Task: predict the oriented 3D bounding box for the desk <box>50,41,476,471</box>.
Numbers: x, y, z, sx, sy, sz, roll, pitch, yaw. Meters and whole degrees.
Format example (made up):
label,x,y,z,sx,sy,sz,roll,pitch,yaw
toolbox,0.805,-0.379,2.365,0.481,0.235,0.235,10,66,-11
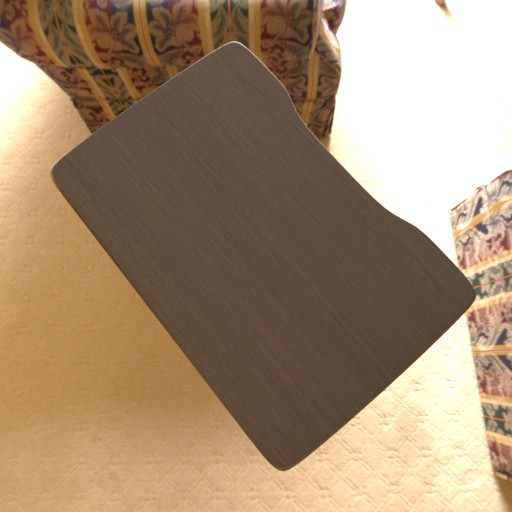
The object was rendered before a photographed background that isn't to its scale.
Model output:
label,x,y,z,sx,sy,sz,roll,pitch,yaw
desk,0.000,0.000,1.161,0.546,0.470,0.820,-39,79,-9
